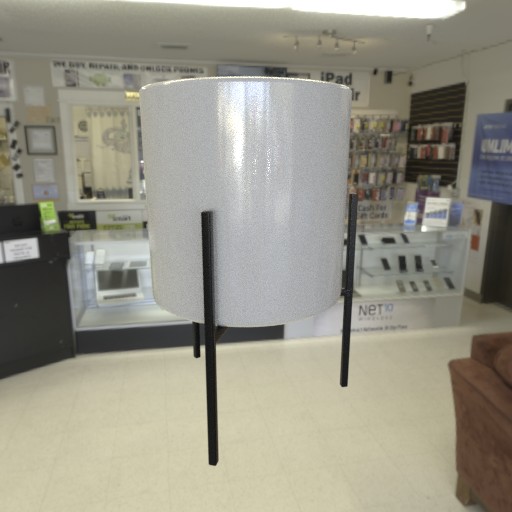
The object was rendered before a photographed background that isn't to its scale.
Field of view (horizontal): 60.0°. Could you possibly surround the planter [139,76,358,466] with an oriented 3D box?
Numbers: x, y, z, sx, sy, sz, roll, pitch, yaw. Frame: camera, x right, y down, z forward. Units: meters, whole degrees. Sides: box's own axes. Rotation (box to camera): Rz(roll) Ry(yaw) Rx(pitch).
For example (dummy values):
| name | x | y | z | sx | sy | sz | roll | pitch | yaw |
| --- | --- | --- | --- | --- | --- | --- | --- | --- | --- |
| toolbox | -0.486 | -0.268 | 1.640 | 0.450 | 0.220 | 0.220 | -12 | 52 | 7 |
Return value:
| name | x | y | z | sx | sy | sz | roll | pitch | yaw |
| --- | --- | --- | --- | --- | --- | --- | --- | --- | --- |
| planter | 0.000 | 0.000 | 0.509 | 0.239 | 0.356 | 0.239 | -2 | 14 | -9 |
